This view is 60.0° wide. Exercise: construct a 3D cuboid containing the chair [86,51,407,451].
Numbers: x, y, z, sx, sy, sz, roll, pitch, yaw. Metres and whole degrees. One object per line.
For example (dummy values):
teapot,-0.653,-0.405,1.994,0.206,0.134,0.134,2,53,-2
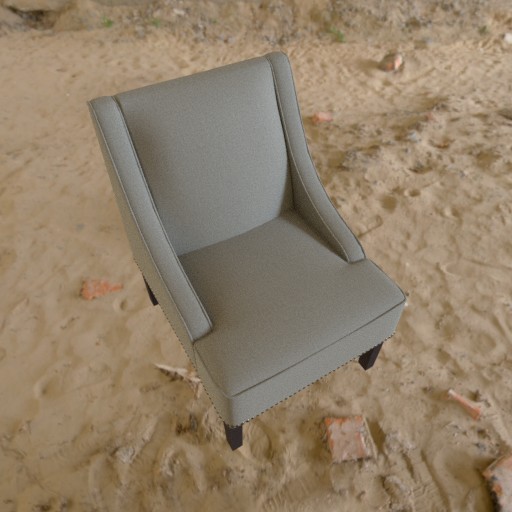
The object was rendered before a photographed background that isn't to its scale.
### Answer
chair,0.000,0.000,1.354,0.610,0.864,0.737,-24,52,-20
